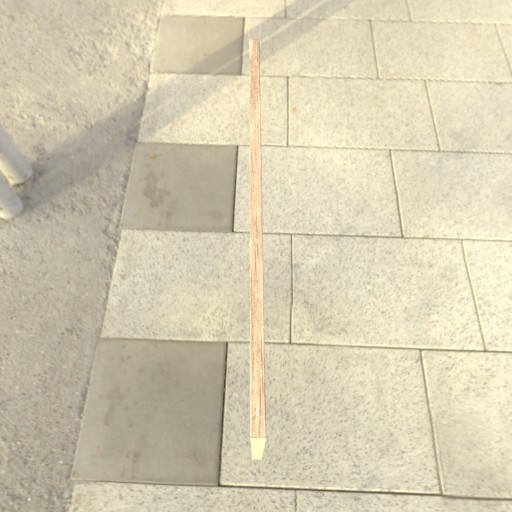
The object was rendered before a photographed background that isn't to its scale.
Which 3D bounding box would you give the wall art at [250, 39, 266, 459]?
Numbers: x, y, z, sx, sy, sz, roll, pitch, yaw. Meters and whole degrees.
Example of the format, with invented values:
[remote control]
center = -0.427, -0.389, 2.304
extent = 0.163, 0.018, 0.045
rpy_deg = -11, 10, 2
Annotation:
[wall art]
center = 0.000, 0.000, 0.963
extent = 0.021, 0.480, 0.780
rpy_deg = 0, 62, 0
